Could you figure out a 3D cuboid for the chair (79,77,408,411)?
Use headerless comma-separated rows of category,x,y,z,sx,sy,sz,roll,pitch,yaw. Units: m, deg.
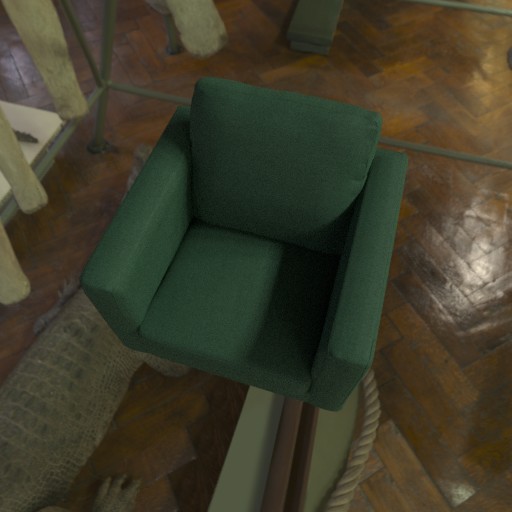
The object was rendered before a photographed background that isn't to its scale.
chair,0.000,0.000,1.565,0.855,0.927,0.800,15,60,9
